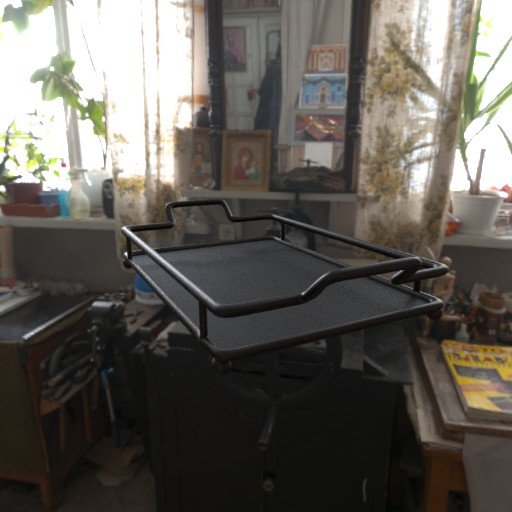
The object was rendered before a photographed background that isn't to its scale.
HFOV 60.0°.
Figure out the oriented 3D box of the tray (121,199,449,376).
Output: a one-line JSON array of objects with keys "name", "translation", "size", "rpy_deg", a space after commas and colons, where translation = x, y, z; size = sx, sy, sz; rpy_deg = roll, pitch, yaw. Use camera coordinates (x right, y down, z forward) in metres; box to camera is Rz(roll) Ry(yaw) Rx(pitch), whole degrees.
[{"name": "tray", "translation": [0.000, 0.000, 0.630], "size": [0.297, 0.101, 0.495], "rpy_deg": [-8, 17, -27]}]
